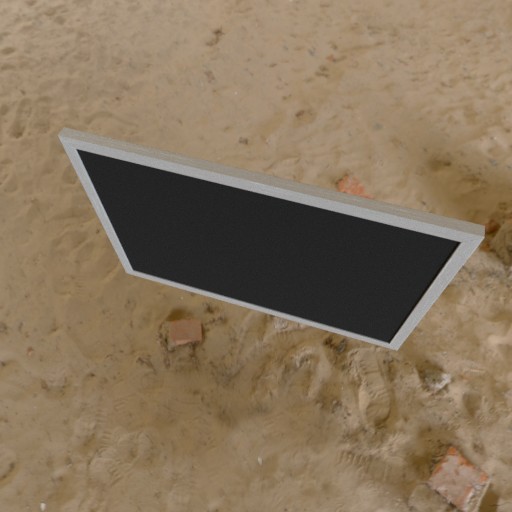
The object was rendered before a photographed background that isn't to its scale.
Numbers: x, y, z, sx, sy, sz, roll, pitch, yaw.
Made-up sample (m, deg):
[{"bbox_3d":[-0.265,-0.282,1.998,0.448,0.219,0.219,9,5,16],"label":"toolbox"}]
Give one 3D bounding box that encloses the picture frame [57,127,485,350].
[{"bbox_3d":[0.000,0.000,1.225,0.950,0.640,0.029,15,59,9],"label":"picture frame"}]
